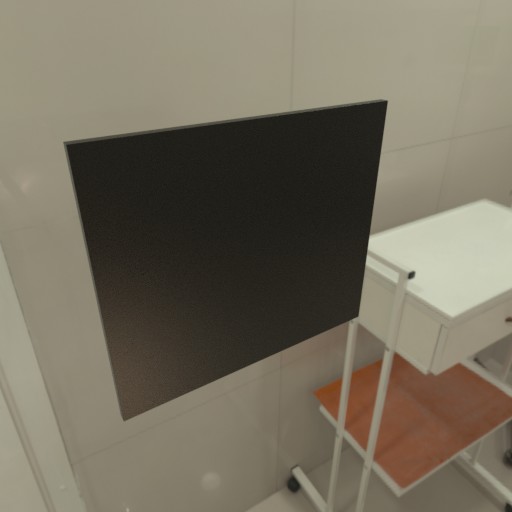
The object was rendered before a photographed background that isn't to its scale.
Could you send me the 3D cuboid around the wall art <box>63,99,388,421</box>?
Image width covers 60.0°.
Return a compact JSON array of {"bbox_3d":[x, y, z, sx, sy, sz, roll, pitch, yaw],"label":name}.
[{"bbox_3d":[0.000,0.000,0.543,0.383,0.332,0.012,-17,33,-28],"label":"wall art"}]
